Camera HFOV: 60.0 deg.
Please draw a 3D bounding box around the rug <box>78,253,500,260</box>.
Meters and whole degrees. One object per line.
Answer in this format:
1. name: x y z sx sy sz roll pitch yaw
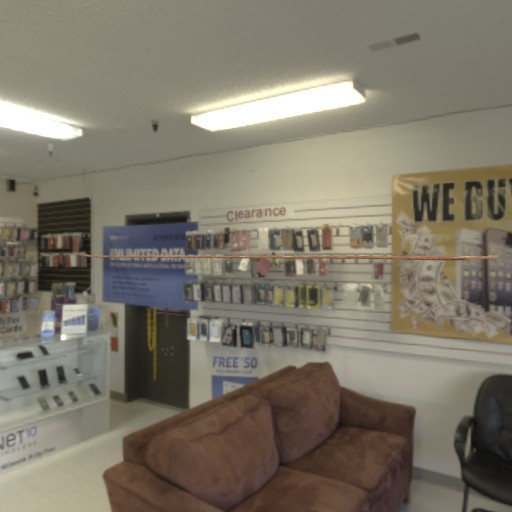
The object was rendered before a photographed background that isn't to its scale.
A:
1. rug: 0.000 0.000 2.616 2.444 0.030 0.799 0 0 36
